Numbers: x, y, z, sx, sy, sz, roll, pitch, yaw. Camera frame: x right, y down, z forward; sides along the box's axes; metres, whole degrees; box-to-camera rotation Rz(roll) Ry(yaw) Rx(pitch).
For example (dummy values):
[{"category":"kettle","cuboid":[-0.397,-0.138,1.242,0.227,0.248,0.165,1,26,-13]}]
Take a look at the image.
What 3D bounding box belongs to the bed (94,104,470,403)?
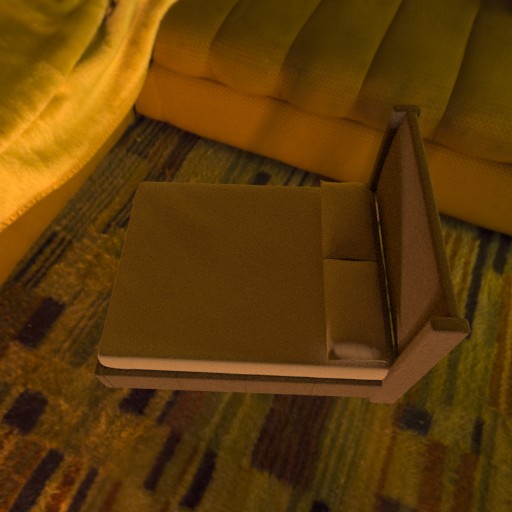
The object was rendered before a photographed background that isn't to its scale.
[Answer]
[{"category":"bed","cuboid":[0.000,0.000,3.314,2.245,1.481,1.714,2,58,1]}]
